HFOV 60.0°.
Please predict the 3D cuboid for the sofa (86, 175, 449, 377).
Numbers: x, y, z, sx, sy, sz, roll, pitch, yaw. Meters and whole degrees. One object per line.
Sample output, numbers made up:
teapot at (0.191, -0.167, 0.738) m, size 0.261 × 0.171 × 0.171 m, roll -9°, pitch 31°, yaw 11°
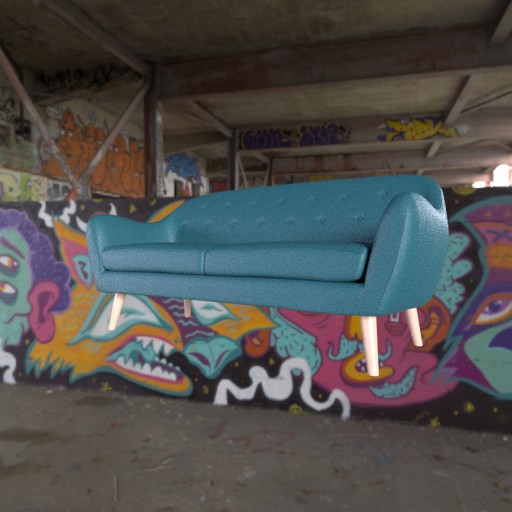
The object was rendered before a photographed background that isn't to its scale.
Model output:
sofa at (0.000, 0.000, 2.296) m, size 1.840 × 0.836 × 0.820 m, roll 1°, pitch 1°, yaw 36°
